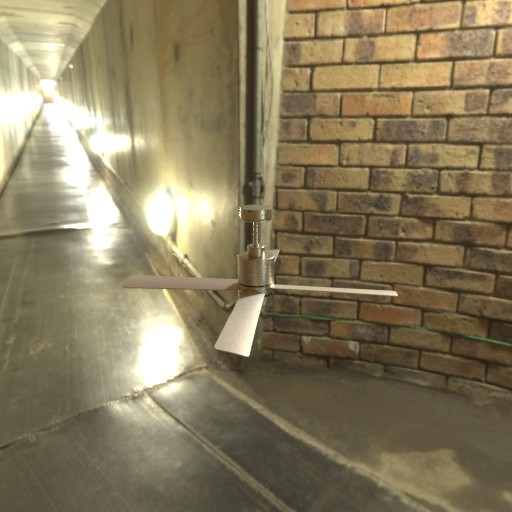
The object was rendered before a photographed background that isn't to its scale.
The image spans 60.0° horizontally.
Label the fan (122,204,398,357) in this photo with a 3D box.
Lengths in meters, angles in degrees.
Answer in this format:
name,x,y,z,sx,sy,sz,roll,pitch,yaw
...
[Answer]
name,x,y,z,sx,sy,sz,roll,pitch,yaw
fan,0.000,0.000,2.432,1.525,0.539,1.525,2,16,8
